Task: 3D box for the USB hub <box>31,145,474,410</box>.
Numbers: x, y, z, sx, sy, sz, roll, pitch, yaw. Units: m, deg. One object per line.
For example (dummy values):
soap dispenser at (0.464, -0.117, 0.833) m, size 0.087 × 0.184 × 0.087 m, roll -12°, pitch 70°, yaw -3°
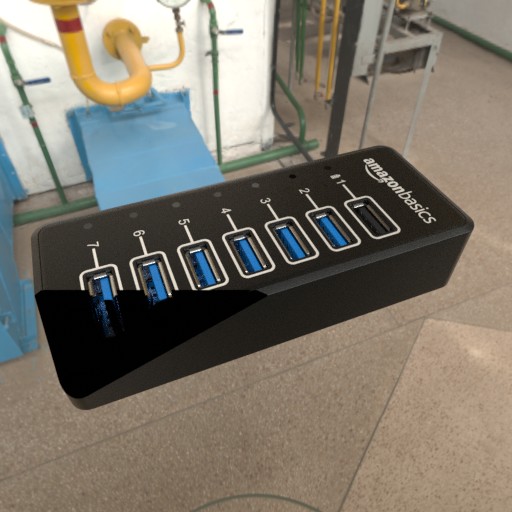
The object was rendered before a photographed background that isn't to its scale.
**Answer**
USB hub at (0.000, 0.000, 0.123) m, size 0.110 × 0.023 × 0.044 m, roll -16°, pitch 48°, yaw -15°
